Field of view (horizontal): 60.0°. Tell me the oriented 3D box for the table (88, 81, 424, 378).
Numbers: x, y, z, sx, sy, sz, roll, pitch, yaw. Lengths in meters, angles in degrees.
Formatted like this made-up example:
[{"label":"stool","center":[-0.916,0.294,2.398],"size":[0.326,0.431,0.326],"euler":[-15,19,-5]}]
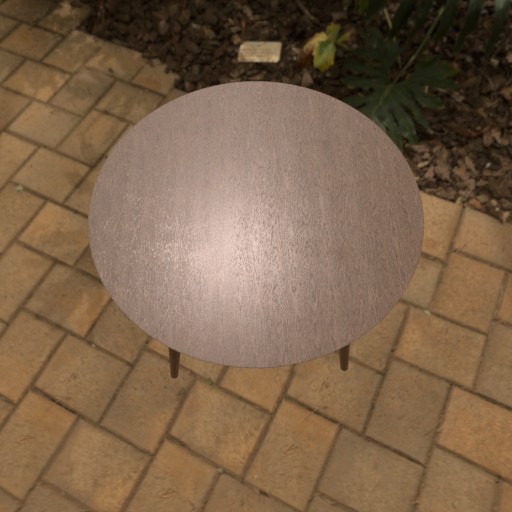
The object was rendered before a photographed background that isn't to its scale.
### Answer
[{"label":"table","center":[0.000,0.000,1.758],"size":[1.053,0.786,1.053],"euler":[0,64,0]}]
